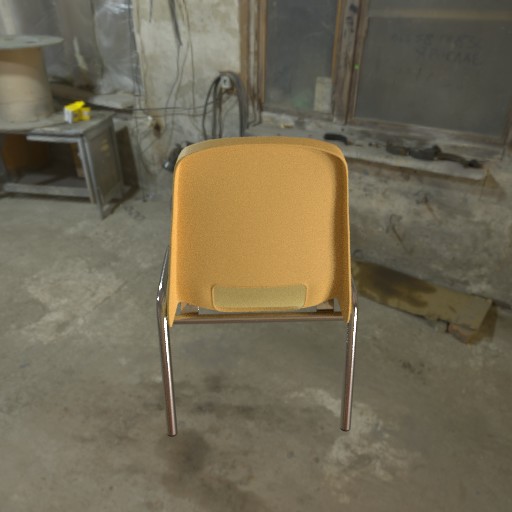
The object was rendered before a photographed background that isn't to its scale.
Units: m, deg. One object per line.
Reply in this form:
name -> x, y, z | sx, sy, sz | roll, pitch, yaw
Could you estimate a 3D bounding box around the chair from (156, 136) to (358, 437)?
chair -> 0.000, 0.000, 0.800 | 0.354, 0.536, 0.385 | -1, 31, -2
